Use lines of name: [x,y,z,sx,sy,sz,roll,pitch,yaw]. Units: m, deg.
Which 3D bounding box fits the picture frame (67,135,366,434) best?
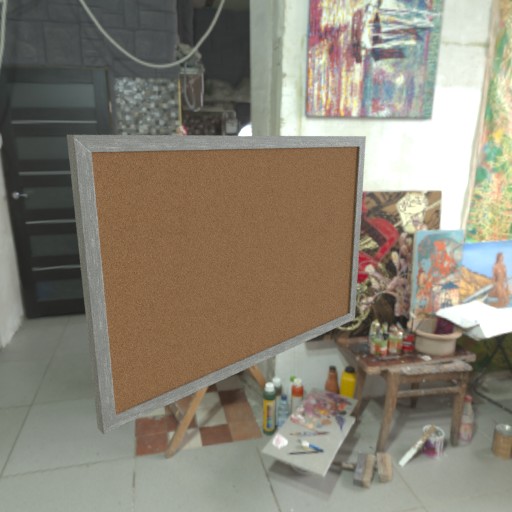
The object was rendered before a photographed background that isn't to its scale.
picture frame: [0.000,0.000,1.223,0.950,0.640,0.029,-13,20,-41]
